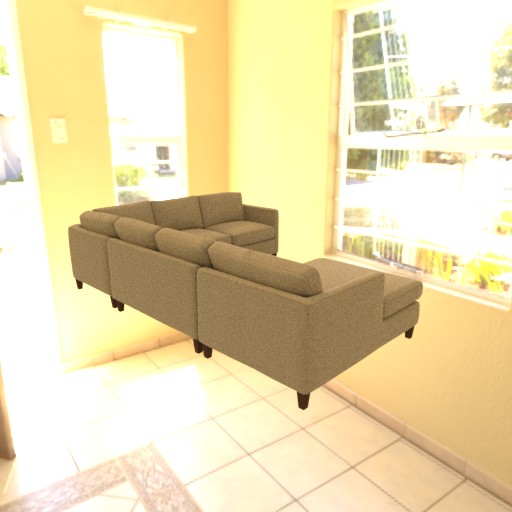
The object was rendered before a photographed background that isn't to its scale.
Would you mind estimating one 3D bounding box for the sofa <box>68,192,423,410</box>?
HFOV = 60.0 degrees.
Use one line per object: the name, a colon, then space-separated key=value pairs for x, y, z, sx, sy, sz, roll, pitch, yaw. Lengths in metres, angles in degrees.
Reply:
sofa: x=0.000 y=0.000 z=4.727 sx=3.460 sy=0.959 sz=2.593 roll=15 pitch=21 yaw=43
